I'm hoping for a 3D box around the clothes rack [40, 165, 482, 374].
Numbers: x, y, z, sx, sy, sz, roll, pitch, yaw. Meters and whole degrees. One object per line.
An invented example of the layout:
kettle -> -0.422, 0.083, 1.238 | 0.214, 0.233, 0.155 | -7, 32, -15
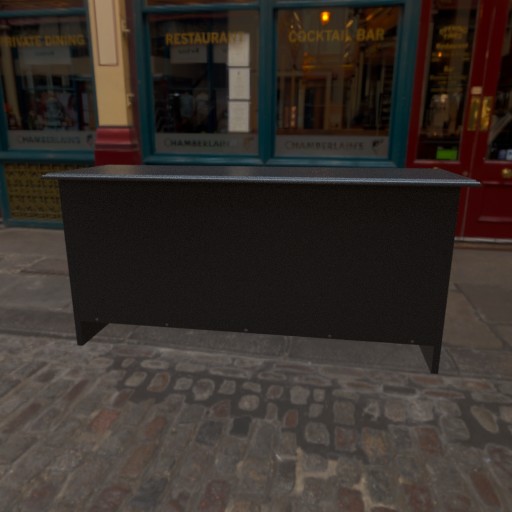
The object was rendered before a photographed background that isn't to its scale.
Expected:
clothes rack -> 0.000, 0.000, 1.472 | 1.219, 0.556, 0.406 | 2, 16, 9
